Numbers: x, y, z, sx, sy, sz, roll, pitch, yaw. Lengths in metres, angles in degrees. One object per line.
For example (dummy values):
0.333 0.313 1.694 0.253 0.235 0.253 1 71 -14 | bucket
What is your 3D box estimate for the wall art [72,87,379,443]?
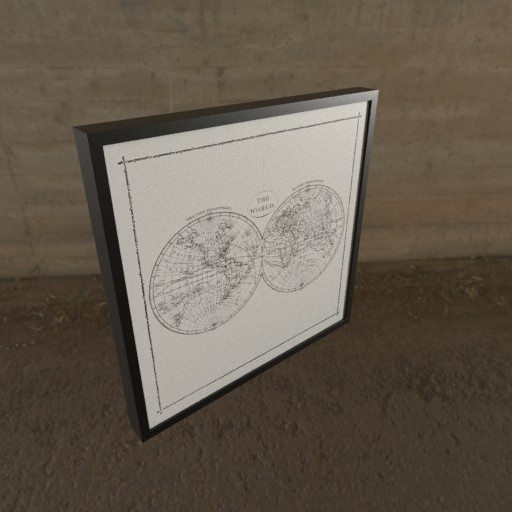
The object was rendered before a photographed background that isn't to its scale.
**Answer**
0.000 0.000 0.485 0.327 0.318 0.029 -21 35 -34 | wall art
